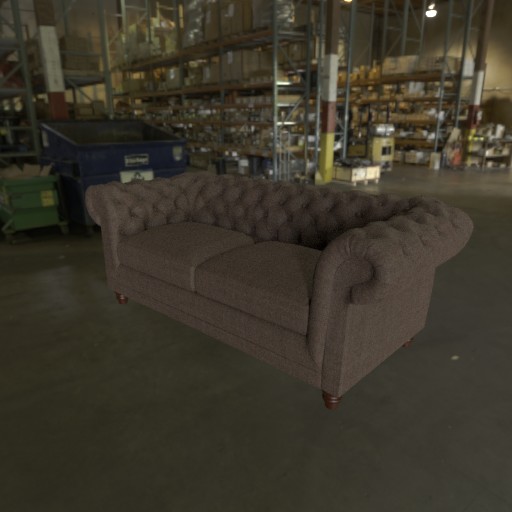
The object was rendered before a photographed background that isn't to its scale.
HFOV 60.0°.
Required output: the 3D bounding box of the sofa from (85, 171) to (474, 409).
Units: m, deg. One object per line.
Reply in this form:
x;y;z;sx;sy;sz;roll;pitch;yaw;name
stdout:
0.000;0.000;2.492;2.048;0.780;0.944;15;23;40;sofa
